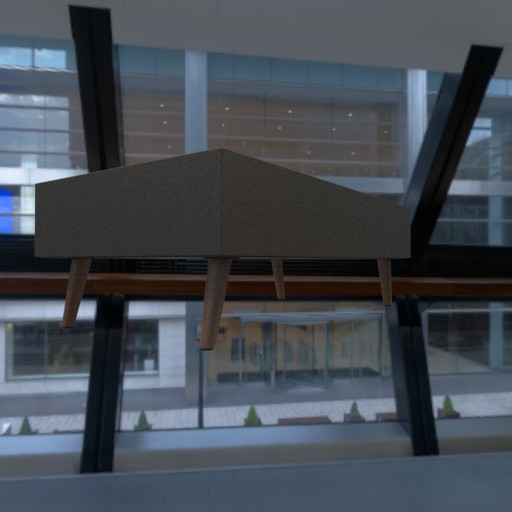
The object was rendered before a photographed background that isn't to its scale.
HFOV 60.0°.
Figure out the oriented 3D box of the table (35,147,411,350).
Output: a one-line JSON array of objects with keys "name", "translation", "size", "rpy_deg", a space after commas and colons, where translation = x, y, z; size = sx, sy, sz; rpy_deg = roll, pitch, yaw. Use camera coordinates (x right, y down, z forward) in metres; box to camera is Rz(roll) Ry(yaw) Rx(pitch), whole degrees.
[{"name": "table", "translation": [0.000, 0.000, 1.540], "size": [0.703, 0.404, 1.201], "rpy_deg": [0, -1, 36]}]
